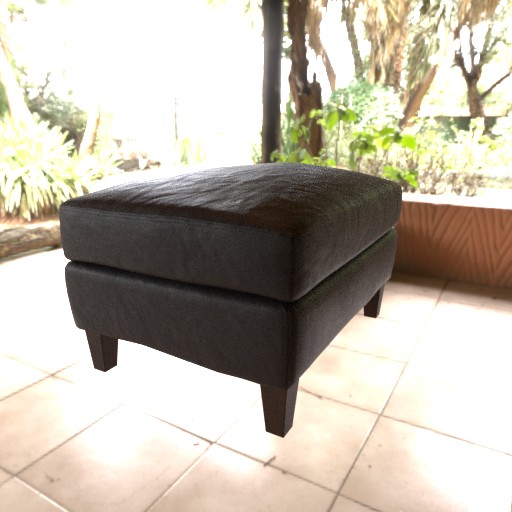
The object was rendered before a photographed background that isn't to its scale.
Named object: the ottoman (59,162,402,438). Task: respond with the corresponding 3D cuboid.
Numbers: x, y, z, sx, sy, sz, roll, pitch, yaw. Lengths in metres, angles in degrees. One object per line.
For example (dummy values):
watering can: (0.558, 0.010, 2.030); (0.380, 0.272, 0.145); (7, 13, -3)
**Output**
ottoman: (0.000, 0.000, 1.302); (0.659, 0.529, 0.887); (8, 17, 29)
